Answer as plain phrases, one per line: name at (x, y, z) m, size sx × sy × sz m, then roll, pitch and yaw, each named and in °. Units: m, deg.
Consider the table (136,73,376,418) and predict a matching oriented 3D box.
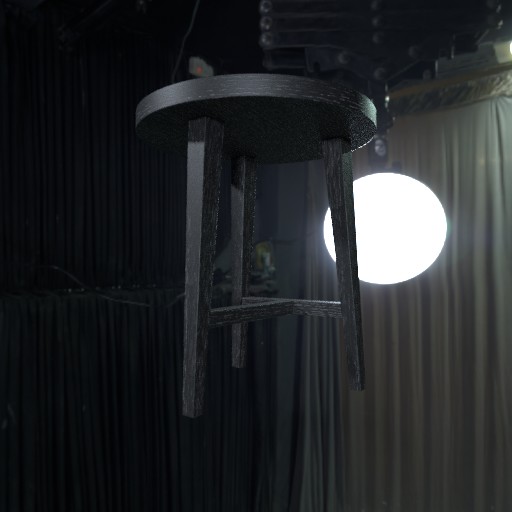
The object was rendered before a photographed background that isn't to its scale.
table at (0.000, 0.000, 0.759) m, size 0.399 × 0.460 × 0.399 m, roll 0°, pitch -1°, yaw 0°
